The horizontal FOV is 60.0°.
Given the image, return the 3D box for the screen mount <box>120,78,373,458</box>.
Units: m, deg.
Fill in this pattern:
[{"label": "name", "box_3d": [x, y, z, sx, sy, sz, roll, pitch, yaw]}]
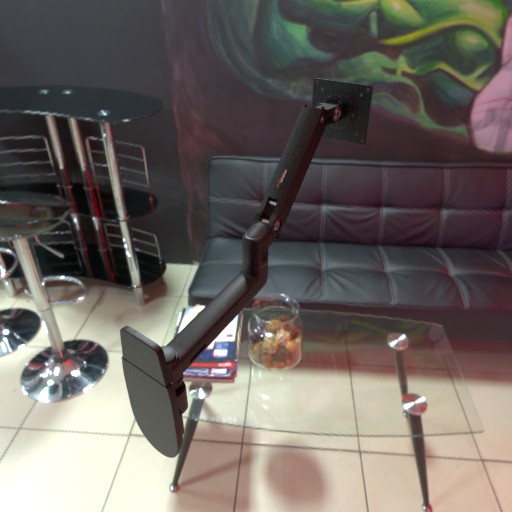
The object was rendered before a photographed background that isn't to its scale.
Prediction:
[{"label": "screen mount", "box_3d": [0.000, 0.000, 0.726, 0.115, 0.466, 0.495, 22, 38, 31]}]
